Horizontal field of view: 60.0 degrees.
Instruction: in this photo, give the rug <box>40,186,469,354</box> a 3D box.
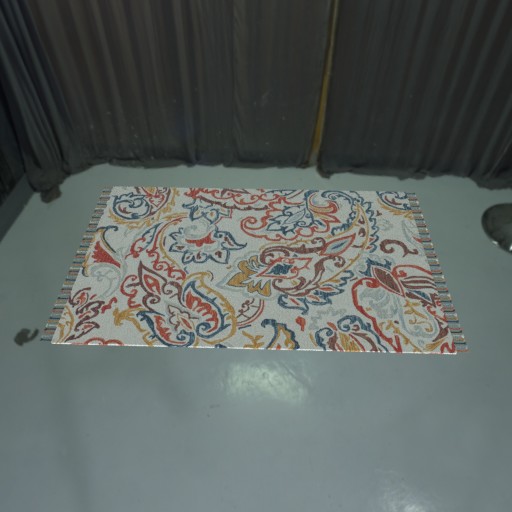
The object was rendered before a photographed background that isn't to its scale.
[{"bbox_3d":[0.000,0.000,3.177,2.584,0.010,1.523,1,47,1],"label":"rug"}]
